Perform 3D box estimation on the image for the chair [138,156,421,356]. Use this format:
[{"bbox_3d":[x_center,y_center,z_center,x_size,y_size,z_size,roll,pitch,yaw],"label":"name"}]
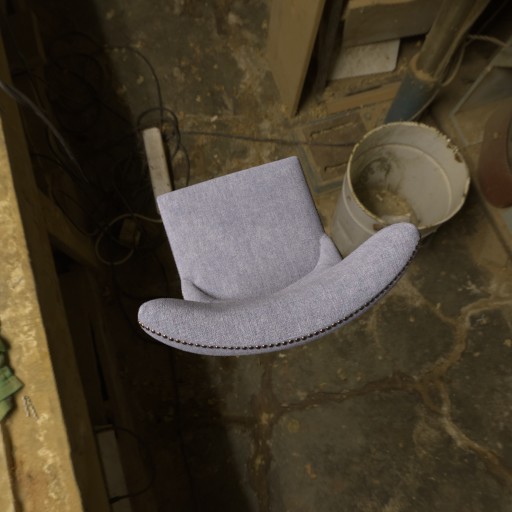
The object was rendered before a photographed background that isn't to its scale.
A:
[{"bbox_3d":[0.000,0.000,1.466,0.654,1.002,0.681,-17,74,-5],"label":"chair"}]
